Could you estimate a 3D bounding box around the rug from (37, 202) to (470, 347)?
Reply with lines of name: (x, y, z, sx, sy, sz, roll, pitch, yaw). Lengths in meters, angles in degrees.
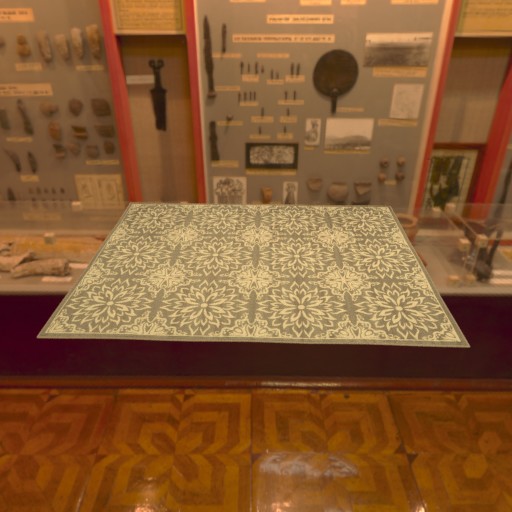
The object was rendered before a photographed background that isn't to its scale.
rug: (0.000, 0.000, 4.059, 2.980, 0.012, 2.363, 1, 30, 2)
